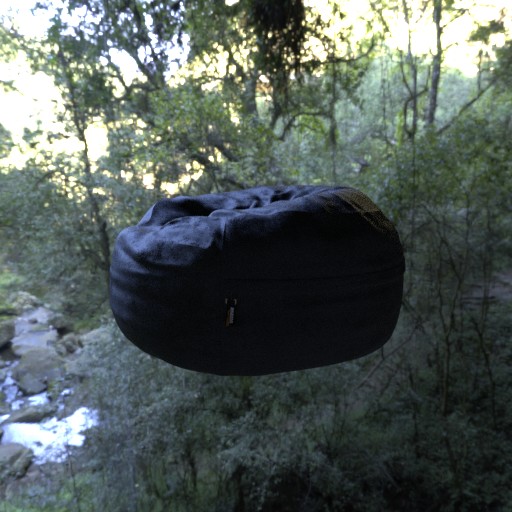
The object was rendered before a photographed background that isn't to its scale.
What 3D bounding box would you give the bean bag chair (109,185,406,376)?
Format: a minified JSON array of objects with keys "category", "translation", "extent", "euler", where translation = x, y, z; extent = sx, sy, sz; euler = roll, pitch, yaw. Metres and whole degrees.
[{"category":"bean bag chair","translation":[0.000,0.000,2.399],"extent":[1.525,0.751,1.525],"euler":[0,11,0]}]
